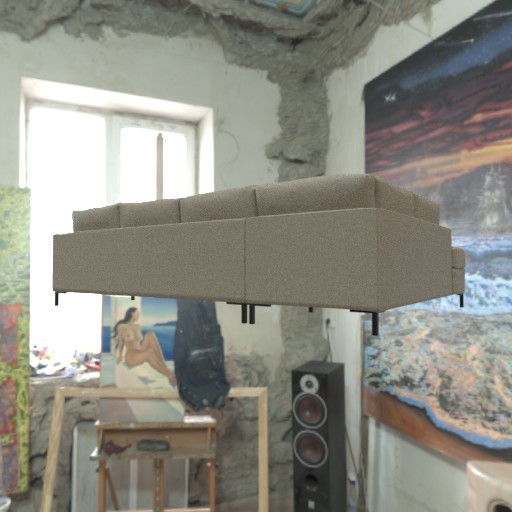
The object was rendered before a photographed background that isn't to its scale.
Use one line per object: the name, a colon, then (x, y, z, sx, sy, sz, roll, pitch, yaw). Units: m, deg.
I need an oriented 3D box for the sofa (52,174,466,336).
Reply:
sofa: (0.000, 0.000, 3.095, 2.423, 0.703, 1.617, -1, -2, 36)
